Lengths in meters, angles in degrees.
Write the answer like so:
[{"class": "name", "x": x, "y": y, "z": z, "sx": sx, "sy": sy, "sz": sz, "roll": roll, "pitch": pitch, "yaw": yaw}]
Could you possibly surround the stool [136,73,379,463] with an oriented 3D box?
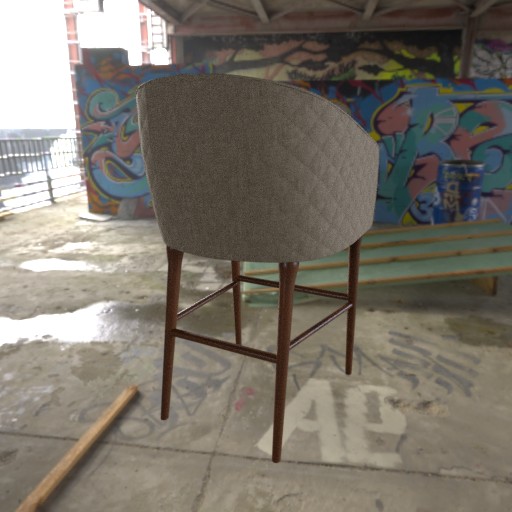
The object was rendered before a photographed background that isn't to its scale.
[{"class": "stool", "x": 0.000, "y": 0.000, "z": 1.323, "sx": 0.559, "sy": 0.952, "sz": 0.635, "roll": 8, "pitch": 18, "yaw": 27}]
